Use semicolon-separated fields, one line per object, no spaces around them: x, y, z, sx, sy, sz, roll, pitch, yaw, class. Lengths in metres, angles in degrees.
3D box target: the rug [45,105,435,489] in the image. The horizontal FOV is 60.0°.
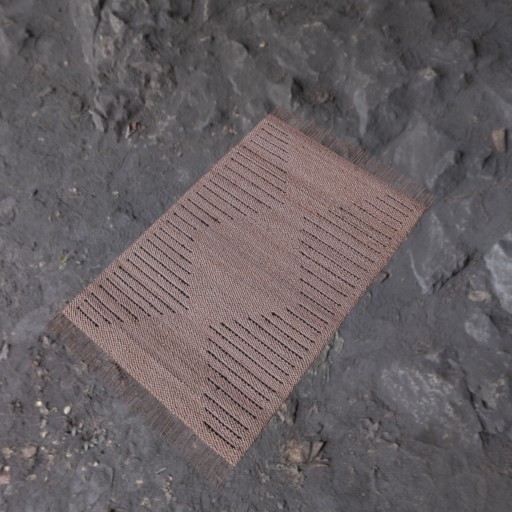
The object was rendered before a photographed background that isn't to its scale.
0.000;0.000;2.543;1.224;0.027;2.085;36;69;16;rug
